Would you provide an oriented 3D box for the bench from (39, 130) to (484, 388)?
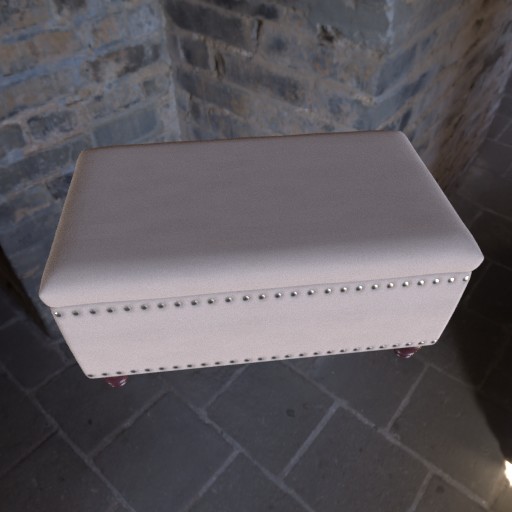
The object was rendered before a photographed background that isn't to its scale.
[{"bbox_3d":[0.000,0.000,1.176,0.887,0.449,0.500,-5,46,-4],"label":"bench"}]
